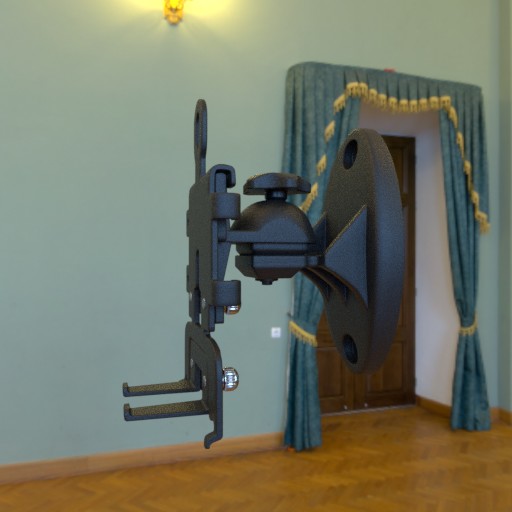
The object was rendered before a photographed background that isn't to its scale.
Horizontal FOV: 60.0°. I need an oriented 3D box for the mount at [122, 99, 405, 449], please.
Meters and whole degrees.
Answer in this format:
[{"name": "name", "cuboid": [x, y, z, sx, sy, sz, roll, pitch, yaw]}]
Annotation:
[{"name": "mount", "cuboid": [0.000, 0.000, 0.174, 0.100, 0.118, 0.066, 0, 0, -17]}]
